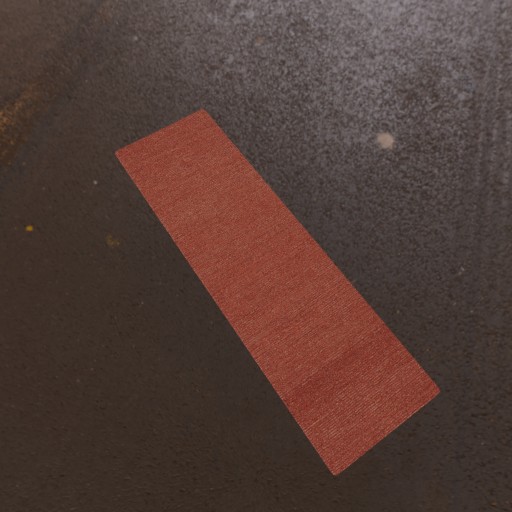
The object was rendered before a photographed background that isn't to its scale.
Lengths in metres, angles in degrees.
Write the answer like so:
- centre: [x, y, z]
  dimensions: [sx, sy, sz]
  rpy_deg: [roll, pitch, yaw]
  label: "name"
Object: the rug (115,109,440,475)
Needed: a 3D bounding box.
- centre: [0.000, 0.000, 2.570]
  dimensions: [0.687, 0.012, 2.307]
  rpy_deg: [-31, 67, -15]
  label: "rug"
